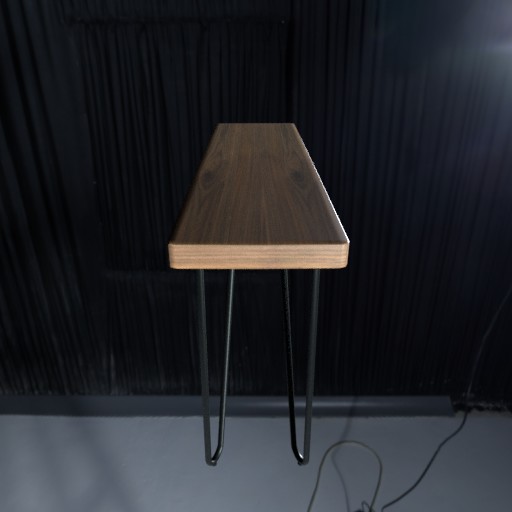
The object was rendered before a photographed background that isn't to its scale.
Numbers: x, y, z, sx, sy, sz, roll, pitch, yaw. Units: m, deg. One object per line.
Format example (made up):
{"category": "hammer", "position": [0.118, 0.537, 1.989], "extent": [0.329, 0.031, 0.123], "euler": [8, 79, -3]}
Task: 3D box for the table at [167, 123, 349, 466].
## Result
{"category": "table", "position": [0.000, 0.000, 1.893], "extent": [0.425, 0.834, 1.570], "euler": [0, 26, 0]}
